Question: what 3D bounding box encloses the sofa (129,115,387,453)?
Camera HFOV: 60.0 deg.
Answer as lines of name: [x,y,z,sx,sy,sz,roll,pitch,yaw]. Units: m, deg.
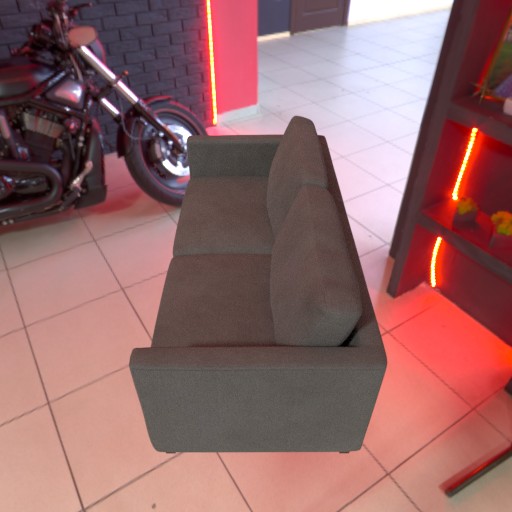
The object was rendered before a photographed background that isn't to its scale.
sofa: [0.000,0.000,2.432,0.950,0.963,1.884,0,40,0]
